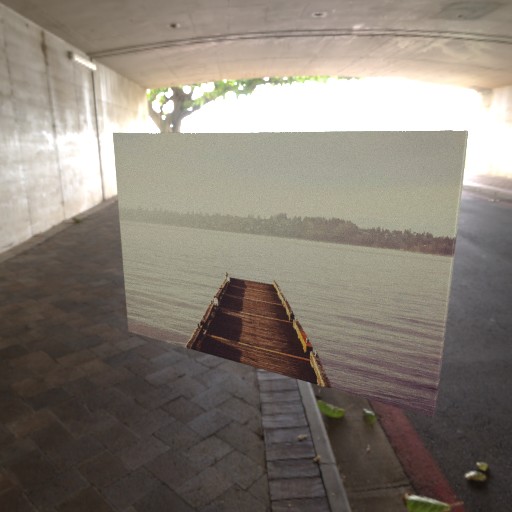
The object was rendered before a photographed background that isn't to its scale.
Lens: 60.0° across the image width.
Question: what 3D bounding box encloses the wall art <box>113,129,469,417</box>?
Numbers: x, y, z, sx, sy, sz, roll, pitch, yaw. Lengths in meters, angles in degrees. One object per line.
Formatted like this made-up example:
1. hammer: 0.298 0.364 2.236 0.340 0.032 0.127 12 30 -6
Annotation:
1. wall art: 0.000 0.000 0.757 0.615 0.410 0.021 8 17 28
